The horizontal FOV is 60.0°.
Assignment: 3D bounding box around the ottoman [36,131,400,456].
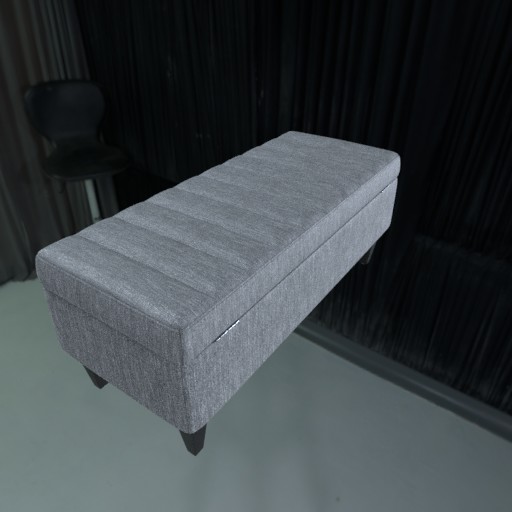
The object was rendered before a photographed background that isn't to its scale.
[{"bbox_3d":[0.000,0.000,1.408,0.482,0.469,1.151,21,38,29],"label":"ottoman"}]
